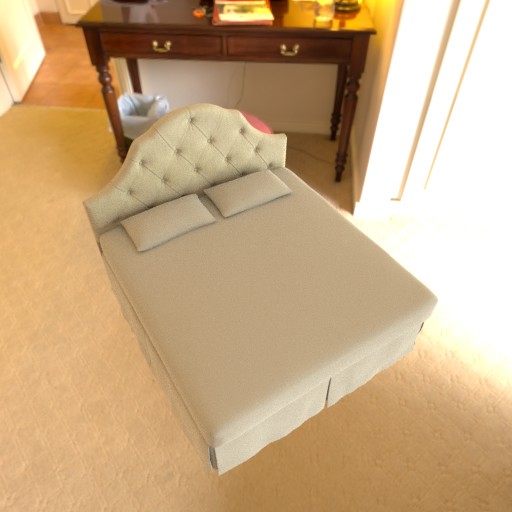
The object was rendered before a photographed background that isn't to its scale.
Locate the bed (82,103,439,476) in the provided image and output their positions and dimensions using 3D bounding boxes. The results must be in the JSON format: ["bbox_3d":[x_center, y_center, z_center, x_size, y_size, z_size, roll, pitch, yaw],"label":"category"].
[{"bbox_3d":[0.000,0.000,3.399,2.012,1.555,2.086,-24,50,-22],"label":"bed"}]
